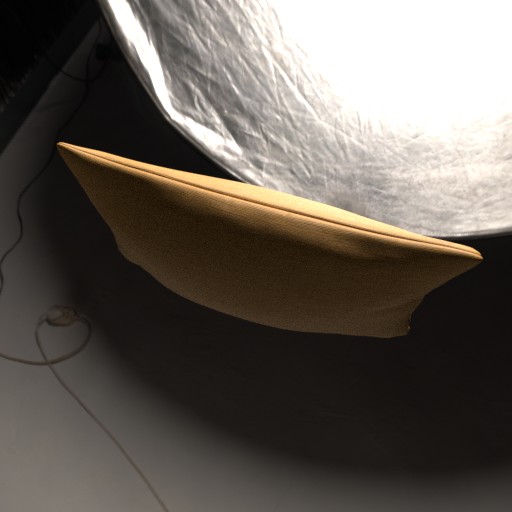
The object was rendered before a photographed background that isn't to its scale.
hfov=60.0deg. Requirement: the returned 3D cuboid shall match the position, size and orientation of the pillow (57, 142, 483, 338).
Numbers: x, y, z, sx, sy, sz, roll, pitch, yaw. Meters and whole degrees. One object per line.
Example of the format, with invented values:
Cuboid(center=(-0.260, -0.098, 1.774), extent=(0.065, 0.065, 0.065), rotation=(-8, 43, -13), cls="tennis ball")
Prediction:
Cuboid(center=(0.000, 0.000, 0.774), extent=(0.634, 0.354, 0.210), rotation=(16, 65, 8), cls="pillow")
